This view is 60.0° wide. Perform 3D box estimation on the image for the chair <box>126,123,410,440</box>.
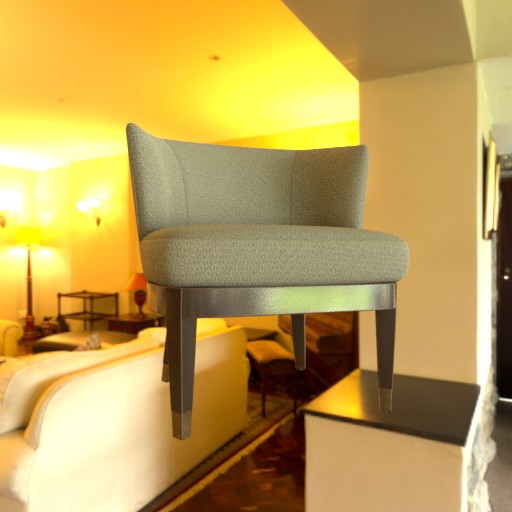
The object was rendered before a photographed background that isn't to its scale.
[{"bbox_3d":[0.000,0.000,1.239,0.700,0.760,0.660,0,0,-19],"label":"chair"}]
